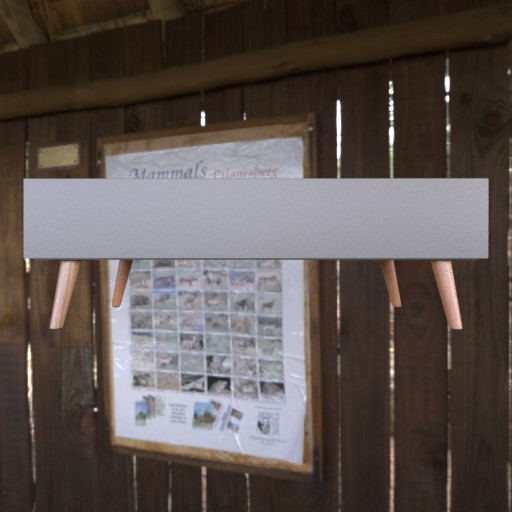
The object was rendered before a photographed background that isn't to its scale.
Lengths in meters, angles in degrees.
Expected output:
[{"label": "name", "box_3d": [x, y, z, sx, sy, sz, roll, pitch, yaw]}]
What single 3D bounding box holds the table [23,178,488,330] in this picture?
[{"label": "table", "box_3d": [0.000, 0.000, 1.496, 1.201, 0.404, 0.703, 0, 0, 0]}]
